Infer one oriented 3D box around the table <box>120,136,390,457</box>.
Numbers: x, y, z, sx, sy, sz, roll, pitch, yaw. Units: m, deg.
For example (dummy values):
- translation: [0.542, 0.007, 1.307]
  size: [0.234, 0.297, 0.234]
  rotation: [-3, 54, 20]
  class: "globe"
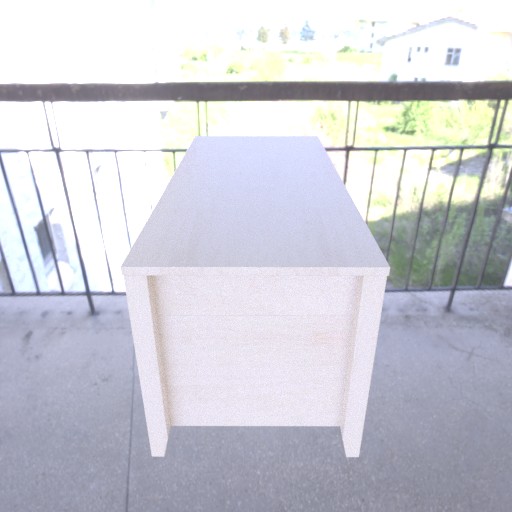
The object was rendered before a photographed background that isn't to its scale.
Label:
- translation: [0.000, 0.000, 1.311]
  size: [0.457, 0.483, 1.016]
  rotation: [0, 27, 0]
  class: "table"
